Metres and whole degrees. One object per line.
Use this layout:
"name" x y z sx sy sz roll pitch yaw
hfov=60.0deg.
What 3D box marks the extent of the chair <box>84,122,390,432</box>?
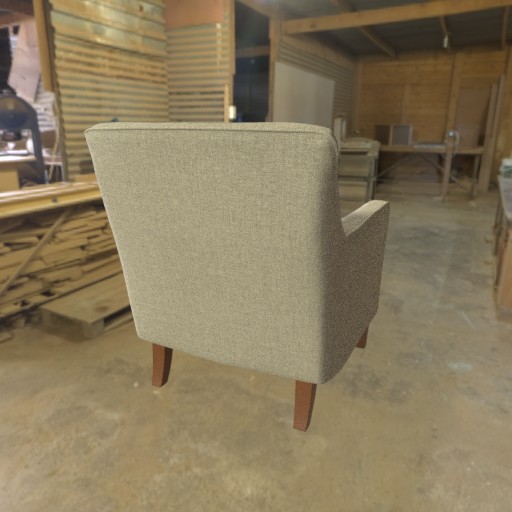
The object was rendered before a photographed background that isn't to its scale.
"chair" 0.000 0.000 1.810 0.887 1.047 0.993 8 19 24
